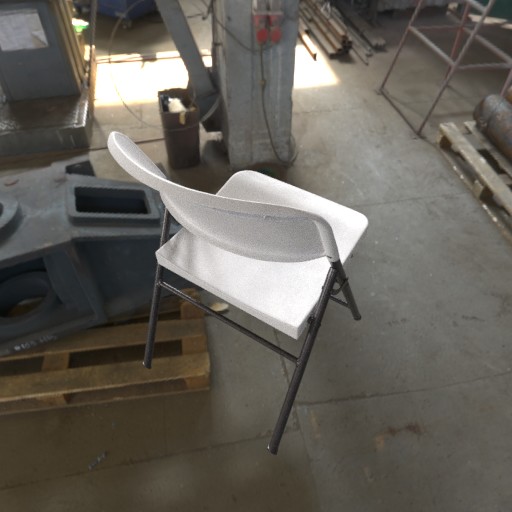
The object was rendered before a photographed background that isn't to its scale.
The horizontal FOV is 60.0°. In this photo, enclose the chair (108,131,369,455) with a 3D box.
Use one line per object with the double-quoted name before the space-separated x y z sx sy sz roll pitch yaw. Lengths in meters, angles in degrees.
"chair" 0.000 0.000 1.153 0.494 0.810 0.566 26 51 23
